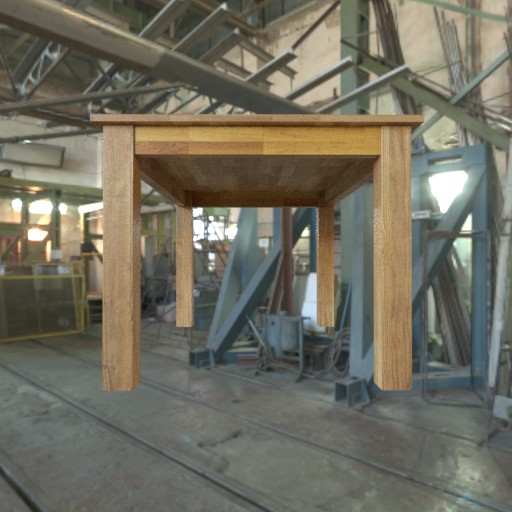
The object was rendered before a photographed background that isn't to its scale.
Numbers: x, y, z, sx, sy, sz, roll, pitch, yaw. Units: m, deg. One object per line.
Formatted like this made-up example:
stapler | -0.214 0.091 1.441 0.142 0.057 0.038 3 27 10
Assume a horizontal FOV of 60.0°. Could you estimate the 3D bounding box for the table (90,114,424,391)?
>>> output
table | 0.000 0.000 1.840 0.900 0.750 1.300 0 -1 0
